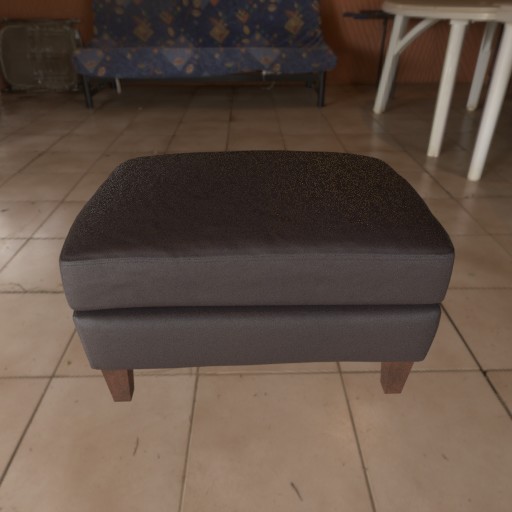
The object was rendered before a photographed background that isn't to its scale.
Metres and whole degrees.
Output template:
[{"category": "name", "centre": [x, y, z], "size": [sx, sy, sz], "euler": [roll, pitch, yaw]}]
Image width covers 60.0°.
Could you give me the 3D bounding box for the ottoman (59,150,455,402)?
[{"category": "ottoman", "centre": [0.000, 0.000, 1.282], "size": [0.887, 0.529, 0.659], "euler": [-1, 31, -2]}]
